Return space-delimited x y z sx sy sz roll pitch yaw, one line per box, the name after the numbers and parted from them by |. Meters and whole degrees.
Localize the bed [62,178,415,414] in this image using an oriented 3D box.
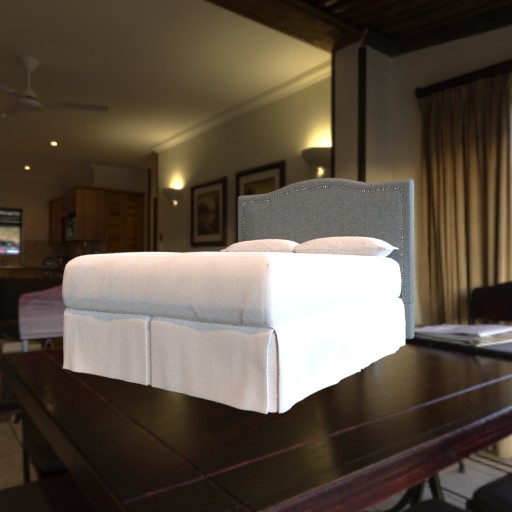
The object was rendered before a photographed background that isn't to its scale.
0.000 0.000 3.274 1.753 1.460 2.143 -1 -1 34 | bed
